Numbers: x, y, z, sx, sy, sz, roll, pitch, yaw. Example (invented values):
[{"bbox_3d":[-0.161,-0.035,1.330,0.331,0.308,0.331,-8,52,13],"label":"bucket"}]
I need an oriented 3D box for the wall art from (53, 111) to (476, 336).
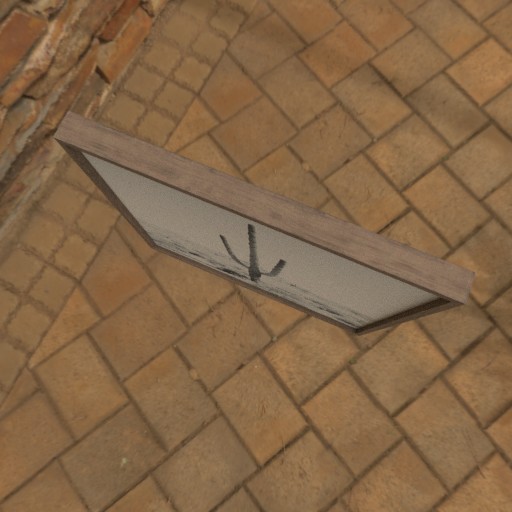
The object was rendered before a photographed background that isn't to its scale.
[{"bbox_3d":[0.000,0.000,0.753,0.508,0.508,0.038,22,77,5],"label":"wall art"}]
